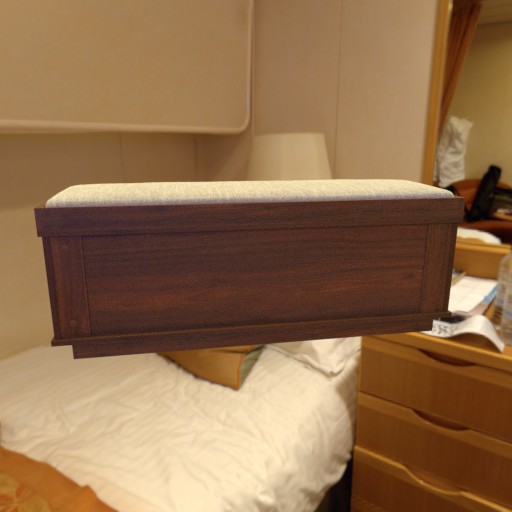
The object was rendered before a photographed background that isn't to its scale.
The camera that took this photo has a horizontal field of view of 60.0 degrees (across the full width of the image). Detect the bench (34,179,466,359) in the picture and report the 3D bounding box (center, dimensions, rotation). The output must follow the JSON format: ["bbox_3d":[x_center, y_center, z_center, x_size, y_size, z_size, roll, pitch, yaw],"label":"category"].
[{"bbox_3d":[0.000,0.000,1.437,1.196,0.468,0.367,-3,15,-10],"label":"bench"}]
